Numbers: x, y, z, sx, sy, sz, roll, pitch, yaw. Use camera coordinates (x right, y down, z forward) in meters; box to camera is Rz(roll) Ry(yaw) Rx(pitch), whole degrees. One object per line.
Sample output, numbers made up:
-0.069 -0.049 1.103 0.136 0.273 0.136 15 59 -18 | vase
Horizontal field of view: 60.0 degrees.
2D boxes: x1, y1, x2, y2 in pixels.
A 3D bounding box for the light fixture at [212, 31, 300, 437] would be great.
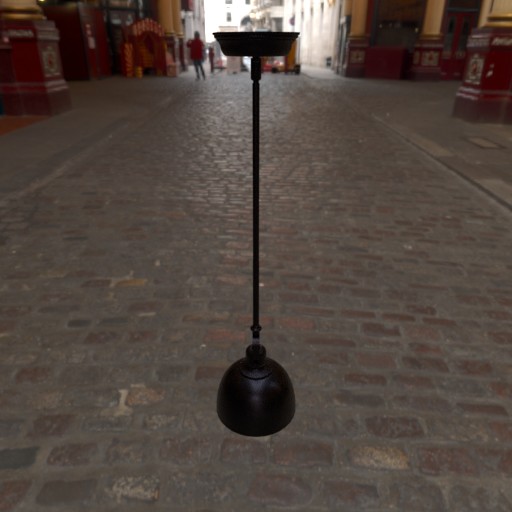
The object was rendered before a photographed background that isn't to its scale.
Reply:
0.000 0.000 0.853 0.182 0.768 0.182 0 26 0 | light fixture
